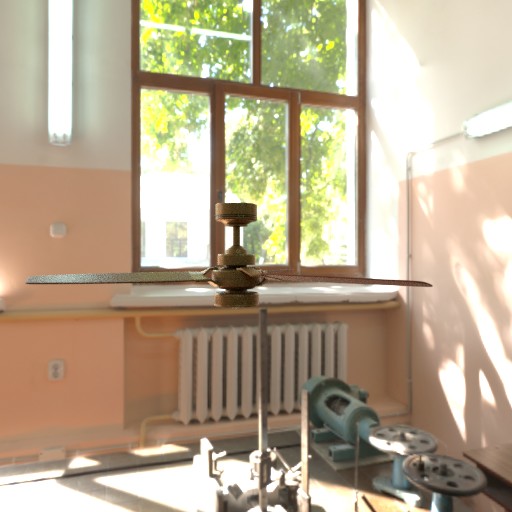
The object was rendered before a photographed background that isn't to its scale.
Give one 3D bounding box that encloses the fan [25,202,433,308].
[{"bbox_3d":[0.000,0.000,1.972,1.416,0.425,1.271,0,0,18],"label":"fan"}]
